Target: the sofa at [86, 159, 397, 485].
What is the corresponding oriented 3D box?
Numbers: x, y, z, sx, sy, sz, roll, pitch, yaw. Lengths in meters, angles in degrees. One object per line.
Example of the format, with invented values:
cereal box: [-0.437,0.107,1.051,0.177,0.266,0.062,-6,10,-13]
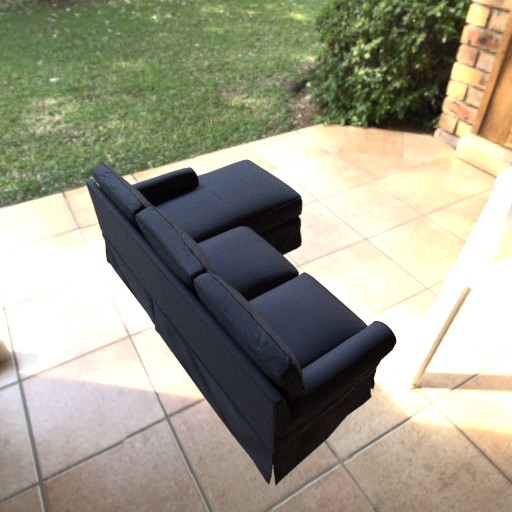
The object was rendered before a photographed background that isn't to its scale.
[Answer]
sofa: [0.000,0.000,3.377,1.637,1.039,2.518,-26,47,-27]
